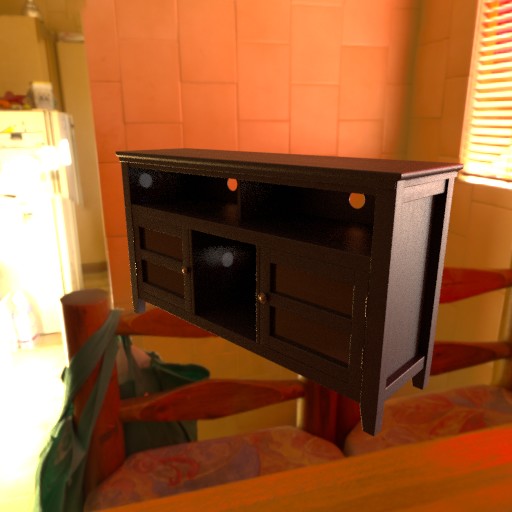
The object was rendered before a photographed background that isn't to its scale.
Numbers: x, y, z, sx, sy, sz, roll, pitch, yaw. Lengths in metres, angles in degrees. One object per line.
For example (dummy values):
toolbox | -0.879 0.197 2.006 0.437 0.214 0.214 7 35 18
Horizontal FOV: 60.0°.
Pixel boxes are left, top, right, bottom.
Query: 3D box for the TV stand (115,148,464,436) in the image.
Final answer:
TV stand | 0.000 0.000 1.548 1.198 0.681 0.347 15 22 42
